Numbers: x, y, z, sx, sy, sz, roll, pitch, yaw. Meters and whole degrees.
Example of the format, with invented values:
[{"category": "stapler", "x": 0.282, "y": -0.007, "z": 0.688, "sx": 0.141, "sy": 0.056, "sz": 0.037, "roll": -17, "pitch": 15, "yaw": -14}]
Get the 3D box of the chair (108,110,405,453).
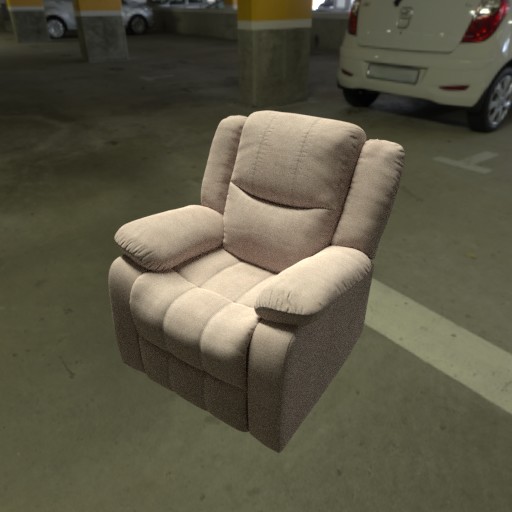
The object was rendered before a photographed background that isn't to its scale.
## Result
[{"category": "chair", "x": 0.000, "y": 0.000, "z": 1.805, "sx": 0.899, "sy": 1.008, "sz": 0.944, "roll": 19, "pitch": 35, "yaw": 29}]
